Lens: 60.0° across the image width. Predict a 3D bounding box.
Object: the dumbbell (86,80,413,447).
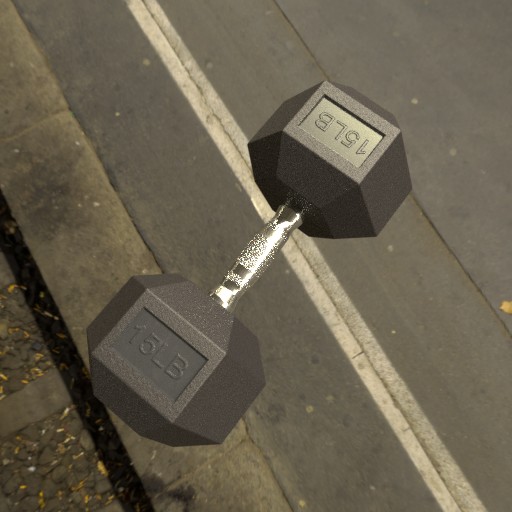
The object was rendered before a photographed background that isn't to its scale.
[{"bbox_3d":[0.000,0.000,0.323,0.122,0.106,0.271,37,79,9],"label":"dumbbell"}]
